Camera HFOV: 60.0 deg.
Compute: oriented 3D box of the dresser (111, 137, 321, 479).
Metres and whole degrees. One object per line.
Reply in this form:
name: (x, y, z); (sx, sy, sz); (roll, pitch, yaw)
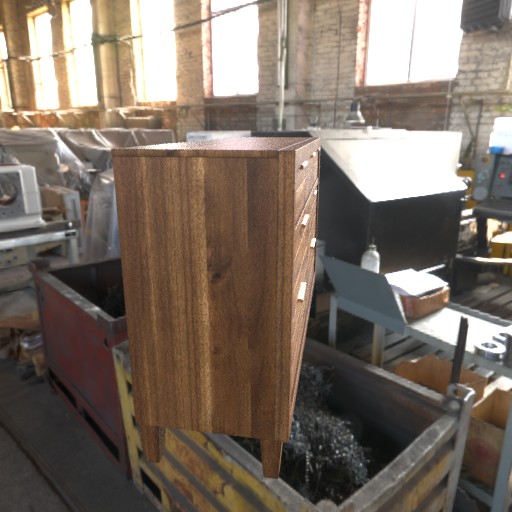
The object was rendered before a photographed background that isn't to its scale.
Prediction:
dresser: (0.000, 0.000, 1.775); (0.438, 0.892, 1.387); (3, 16, 10)
